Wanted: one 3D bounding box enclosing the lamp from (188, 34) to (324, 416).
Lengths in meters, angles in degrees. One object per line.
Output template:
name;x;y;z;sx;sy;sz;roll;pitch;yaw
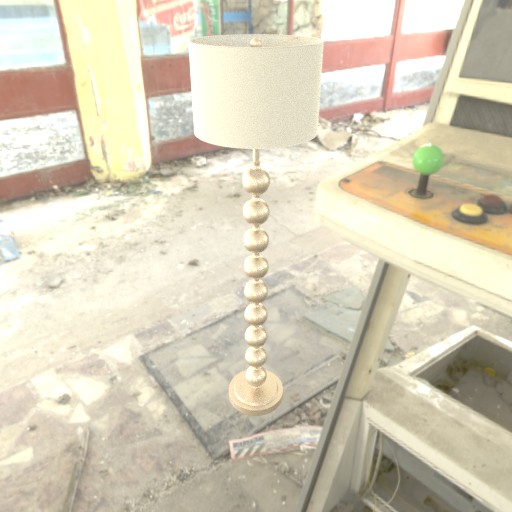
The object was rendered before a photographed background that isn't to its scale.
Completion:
lamp;0.000;0.000;1.661;0.394;1.474;0.394;-9;32;-15
